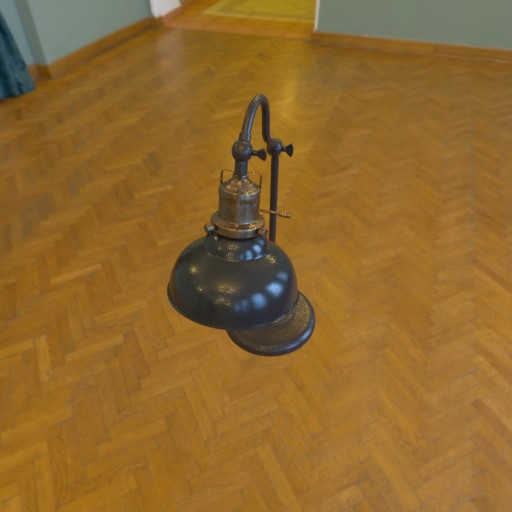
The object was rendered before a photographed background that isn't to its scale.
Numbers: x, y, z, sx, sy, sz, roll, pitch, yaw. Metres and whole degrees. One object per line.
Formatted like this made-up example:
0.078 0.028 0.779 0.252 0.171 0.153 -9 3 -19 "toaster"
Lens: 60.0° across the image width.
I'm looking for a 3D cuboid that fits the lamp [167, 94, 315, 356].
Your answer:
0.000 0.000 0.699 0.192 0.508 0.374 12 43 13 "lamp"
